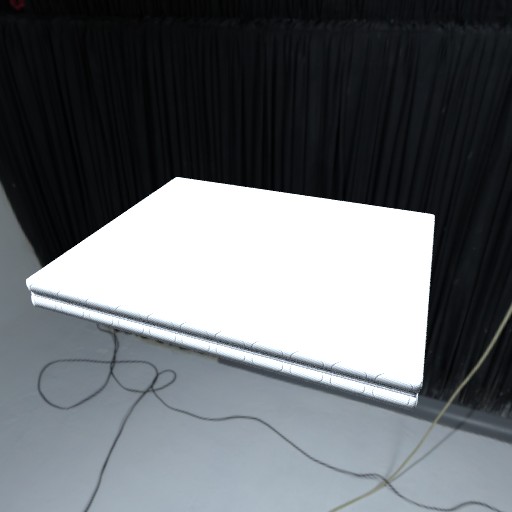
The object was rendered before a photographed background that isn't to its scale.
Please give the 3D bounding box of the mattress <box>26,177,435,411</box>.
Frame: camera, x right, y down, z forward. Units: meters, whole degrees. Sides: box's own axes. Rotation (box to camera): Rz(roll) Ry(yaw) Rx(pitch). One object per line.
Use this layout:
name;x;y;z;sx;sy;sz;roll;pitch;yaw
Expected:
mattress;0.000;0.000;2.716;2.000;0.200;1.600;11;33;18
